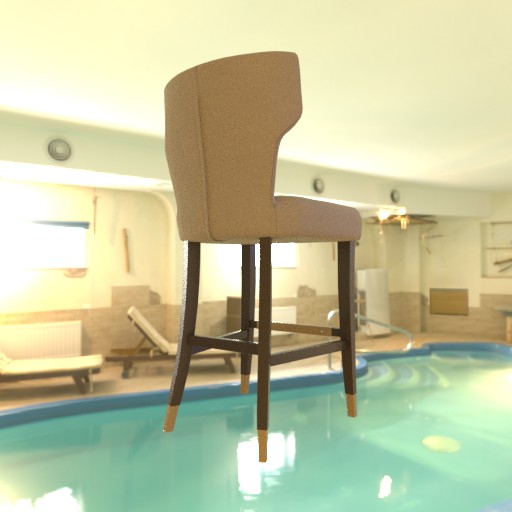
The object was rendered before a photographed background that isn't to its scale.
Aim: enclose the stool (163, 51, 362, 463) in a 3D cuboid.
[{"bbox_3d":[0.000,0.000,1.458,0.526,1.092,0.563,-1,-1,36],"label":"stool"}]
